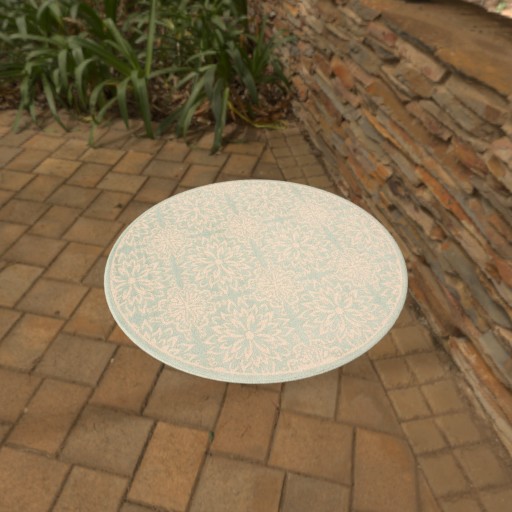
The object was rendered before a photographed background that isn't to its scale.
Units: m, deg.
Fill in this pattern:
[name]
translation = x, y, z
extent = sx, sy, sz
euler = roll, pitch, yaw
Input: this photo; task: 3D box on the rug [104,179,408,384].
[rug]
translation = 0.000, 0.000, 2.400
extent = 1.593, 0.012, 1.593
euler = 0, 40, 0
